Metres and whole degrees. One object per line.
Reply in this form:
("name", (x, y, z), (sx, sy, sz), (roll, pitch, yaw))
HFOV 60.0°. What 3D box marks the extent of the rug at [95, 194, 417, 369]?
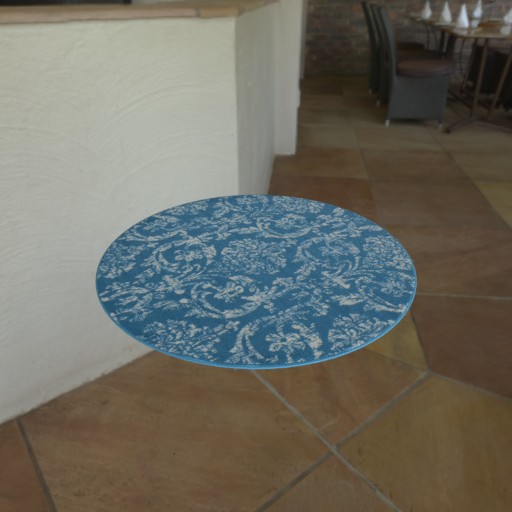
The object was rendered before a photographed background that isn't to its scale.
("rug", (0.000, 0.000, 2.301), (1.593, 0.012, 1.593), (0, 31, 0))
